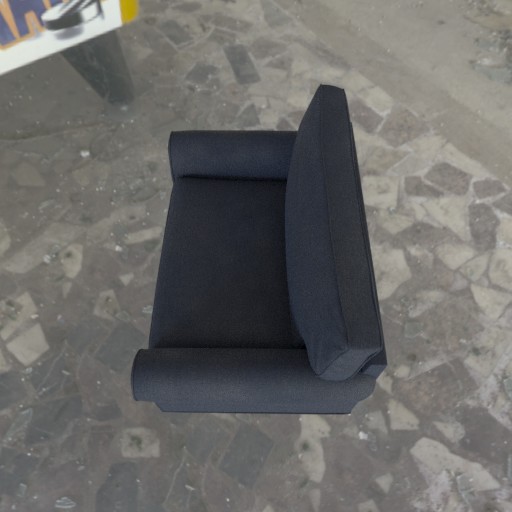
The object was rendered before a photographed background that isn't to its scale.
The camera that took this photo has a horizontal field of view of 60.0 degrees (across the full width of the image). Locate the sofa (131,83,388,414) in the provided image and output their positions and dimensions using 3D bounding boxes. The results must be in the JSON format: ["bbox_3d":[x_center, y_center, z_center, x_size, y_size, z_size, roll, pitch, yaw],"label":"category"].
[{"bbox_3d":[0.000,0.000,2.101,0.938,1.004,1.405,1,58,0],"label":"sofa"}]
